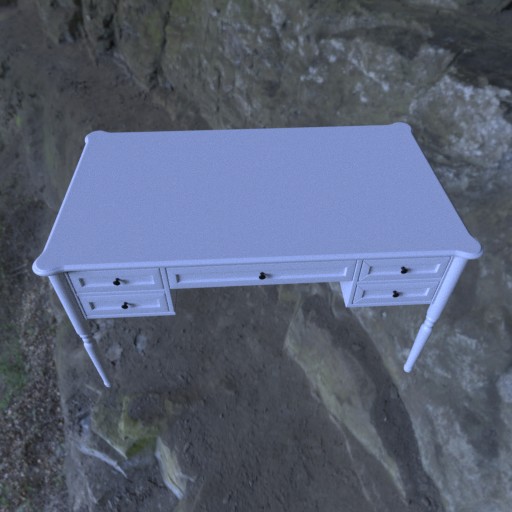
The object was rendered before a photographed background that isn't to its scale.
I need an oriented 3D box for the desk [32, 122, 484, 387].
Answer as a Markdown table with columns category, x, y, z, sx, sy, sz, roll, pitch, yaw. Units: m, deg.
| category | x | y | z | sx | sy | sz | roll | pitch | yaw |
| --- | --- | --- | --- | --- | --- | --- | --- | --- | --- |
| desk | 0.000 | 0.000 | 1.870 | 1.380 | 0.762 | 0.807 | -2 | 46 | -2 |
